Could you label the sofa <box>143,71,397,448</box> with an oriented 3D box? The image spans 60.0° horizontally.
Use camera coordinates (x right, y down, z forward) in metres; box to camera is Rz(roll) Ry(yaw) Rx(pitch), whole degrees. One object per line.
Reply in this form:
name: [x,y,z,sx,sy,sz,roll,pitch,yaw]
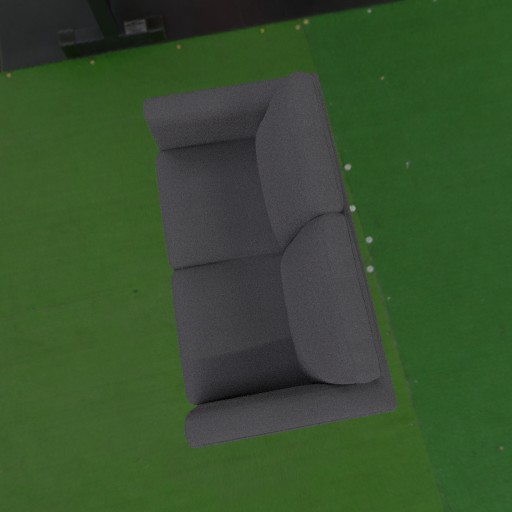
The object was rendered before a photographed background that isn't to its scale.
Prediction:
sofa: [0.000,0.000,1.973,0.796,0.908,1.430,-10,76,-2]
